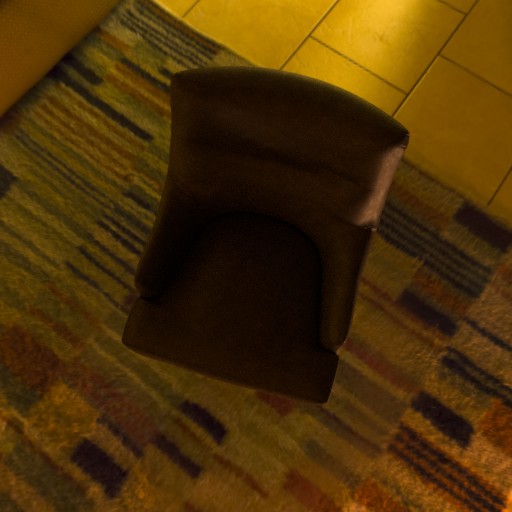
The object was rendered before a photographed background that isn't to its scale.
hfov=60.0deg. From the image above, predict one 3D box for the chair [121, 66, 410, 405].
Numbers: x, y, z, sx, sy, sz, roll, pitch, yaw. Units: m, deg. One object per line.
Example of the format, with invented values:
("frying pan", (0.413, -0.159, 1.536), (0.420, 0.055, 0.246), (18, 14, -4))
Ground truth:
("chair", (0.000, 0.000, 1.542), (0.738, 0.870, 0.874), (15, 75, 4))
